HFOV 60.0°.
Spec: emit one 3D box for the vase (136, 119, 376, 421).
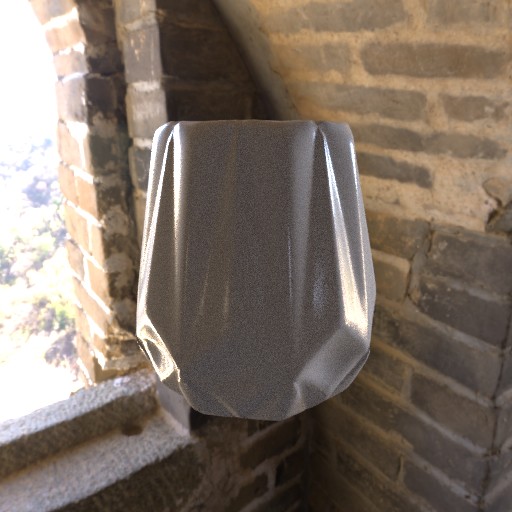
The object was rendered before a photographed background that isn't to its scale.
[{"bbox_3d":[0.000,0.000,0.262,0.141,0.152,0.141,0,15,0],"label":"vase"}]
